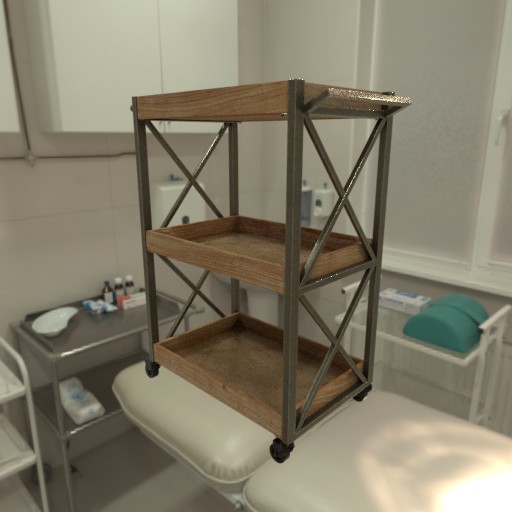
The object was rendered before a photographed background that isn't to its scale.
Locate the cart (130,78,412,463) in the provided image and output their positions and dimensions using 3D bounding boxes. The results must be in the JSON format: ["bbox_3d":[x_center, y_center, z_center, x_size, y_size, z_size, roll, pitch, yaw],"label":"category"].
[{"bbox_3d":[0.000,0.000,1.216,0.673,0.835,0.377,14,21,42],"label":"cart"}]
